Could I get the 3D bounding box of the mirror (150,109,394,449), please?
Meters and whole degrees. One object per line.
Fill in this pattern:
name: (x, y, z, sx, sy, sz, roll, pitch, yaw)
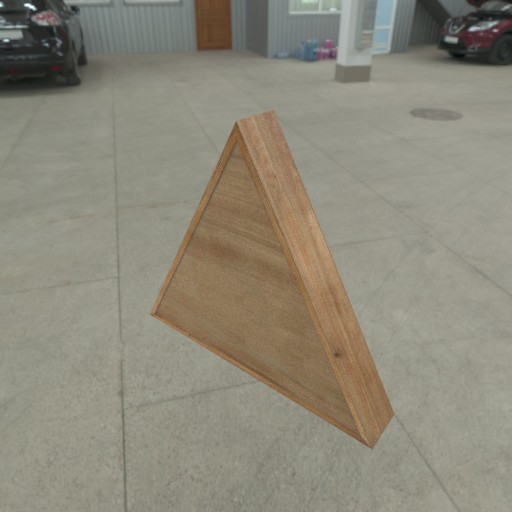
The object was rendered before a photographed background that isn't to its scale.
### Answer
mirror: (0.000, 0.000, 0.879, 0.631, 0.548, 0.100, 23, 38, 32)
